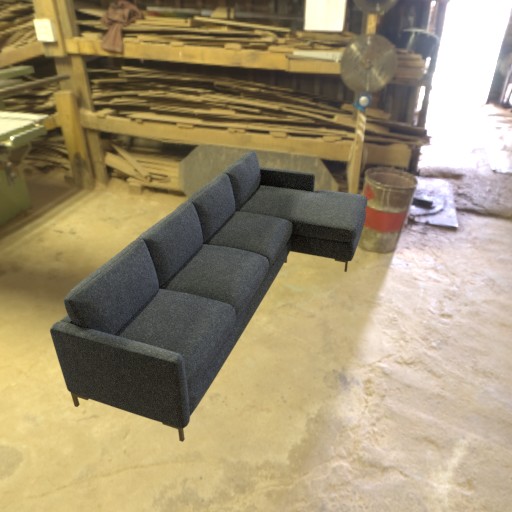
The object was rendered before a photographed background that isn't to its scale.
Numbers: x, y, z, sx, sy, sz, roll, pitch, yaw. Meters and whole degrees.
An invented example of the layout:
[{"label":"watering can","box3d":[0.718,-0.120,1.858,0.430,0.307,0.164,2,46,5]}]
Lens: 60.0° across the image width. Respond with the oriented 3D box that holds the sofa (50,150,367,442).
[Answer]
[{"label":"sofa","box3d":[0.000,0.000,3.458,1.350,0.810,2.932,11,32,17]}]
